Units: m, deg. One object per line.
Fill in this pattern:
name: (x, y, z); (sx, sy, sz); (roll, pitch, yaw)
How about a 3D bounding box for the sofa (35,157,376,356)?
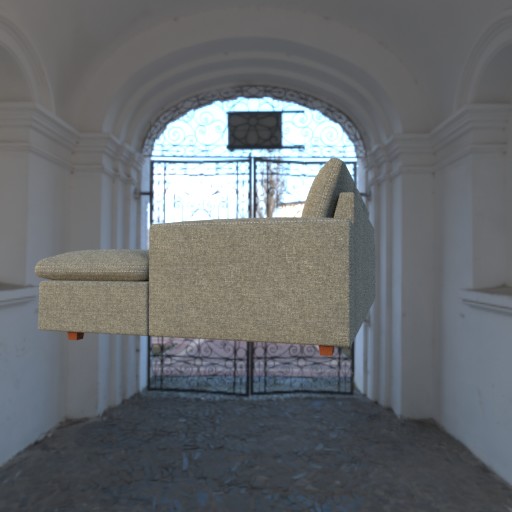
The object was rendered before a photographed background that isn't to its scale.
sofa: (0.000, 0.000, 3.441); (1.689, 0.940, 2.718); (0, -1, 17)
